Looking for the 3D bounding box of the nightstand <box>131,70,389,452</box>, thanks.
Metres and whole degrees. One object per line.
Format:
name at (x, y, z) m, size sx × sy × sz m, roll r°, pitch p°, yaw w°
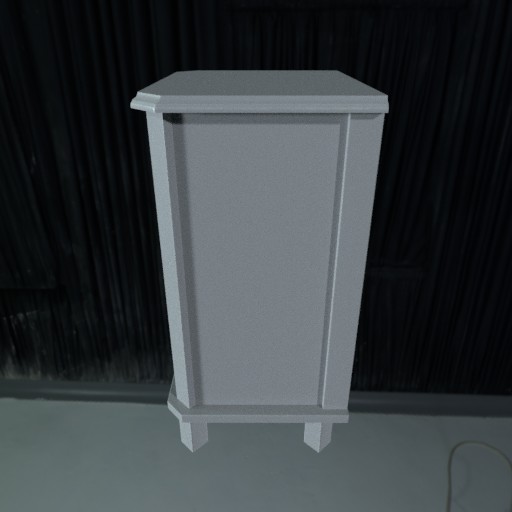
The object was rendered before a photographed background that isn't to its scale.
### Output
nightstand at (0.000, 0.000, 0.918) m, size 0.348 × 0.680 × 0.435 m, roll 0°, pitch 27°, yaw 0°
